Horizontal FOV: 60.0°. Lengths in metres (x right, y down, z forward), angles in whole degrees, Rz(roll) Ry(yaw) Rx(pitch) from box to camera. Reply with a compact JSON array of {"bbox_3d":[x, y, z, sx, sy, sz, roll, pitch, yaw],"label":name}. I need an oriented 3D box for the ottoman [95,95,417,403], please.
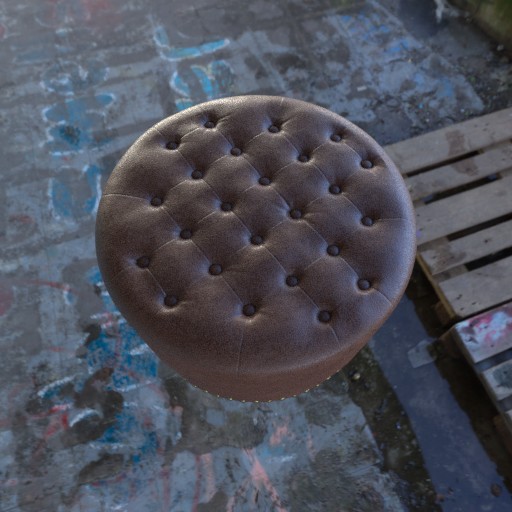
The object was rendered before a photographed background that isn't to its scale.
[{"bbox_3d":[0.000,0.000,1.050,0.637,0.442,0.637,0,64,0],"label":"ottoman"}]
